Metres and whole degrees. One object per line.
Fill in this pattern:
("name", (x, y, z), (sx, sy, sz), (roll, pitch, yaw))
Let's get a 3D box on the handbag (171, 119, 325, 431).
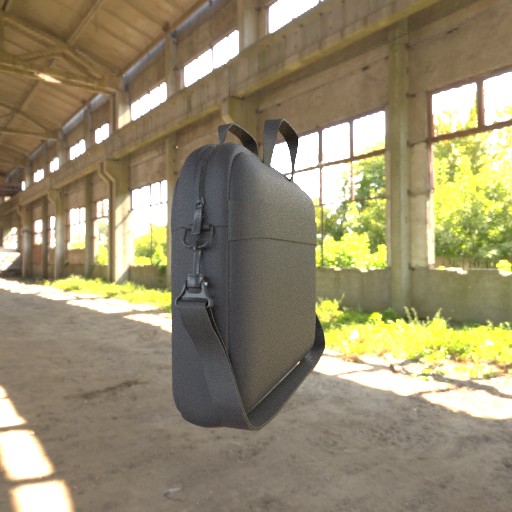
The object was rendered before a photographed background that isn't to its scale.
("handbag", (0.000, 0.000, 0.590), (0.126, 0.330, 0.429), (0, 0, 18))
